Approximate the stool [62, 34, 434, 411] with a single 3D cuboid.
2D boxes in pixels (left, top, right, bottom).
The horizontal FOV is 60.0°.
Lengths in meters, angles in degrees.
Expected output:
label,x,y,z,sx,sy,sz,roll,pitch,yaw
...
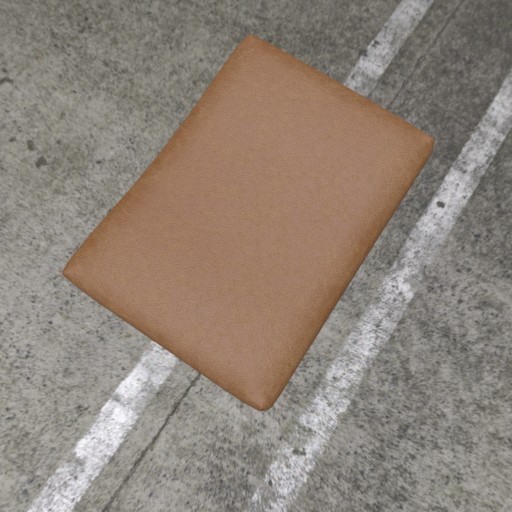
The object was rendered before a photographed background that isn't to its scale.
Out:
label,x,y,z,sx,sy,sz,roll,pitch,yaw
stool,0.000,0.000,0.936,0.361,0.660,0.500,33,79,8
